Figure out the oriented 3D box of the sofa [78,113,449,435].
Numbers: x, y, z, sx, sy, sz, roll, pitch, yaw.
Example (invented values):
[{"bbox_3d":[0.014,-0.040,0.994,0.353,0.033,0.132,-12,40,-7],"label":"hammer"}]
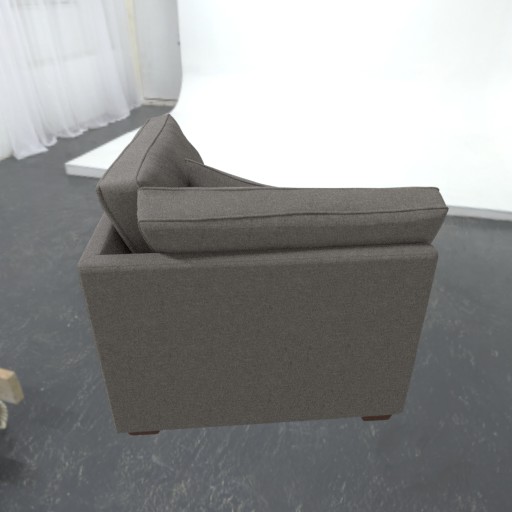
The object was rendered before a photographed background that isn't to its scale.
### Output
[{"bbox_3d":[0.000,0.000,1.815,1.050,0.951,1.042,-2,30,-3],"label":"sofa"}]
